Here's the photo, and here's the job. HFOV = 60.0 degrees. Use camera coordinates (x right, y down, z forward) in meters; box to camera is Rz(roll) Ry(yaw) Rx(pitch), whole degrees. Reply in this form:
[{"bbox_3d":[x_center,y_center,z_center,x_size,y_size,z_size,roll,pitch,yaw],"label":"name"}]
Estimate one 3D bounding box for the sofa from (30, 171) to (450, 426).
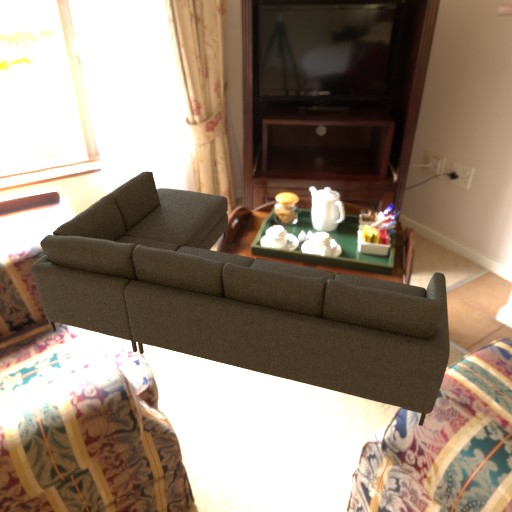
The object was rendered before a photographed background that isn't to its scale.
[{"bbox_3d":[0.000,0.000,3.769,2.972,0.858,1.984,10,33,16],"label":"sofa"}]
